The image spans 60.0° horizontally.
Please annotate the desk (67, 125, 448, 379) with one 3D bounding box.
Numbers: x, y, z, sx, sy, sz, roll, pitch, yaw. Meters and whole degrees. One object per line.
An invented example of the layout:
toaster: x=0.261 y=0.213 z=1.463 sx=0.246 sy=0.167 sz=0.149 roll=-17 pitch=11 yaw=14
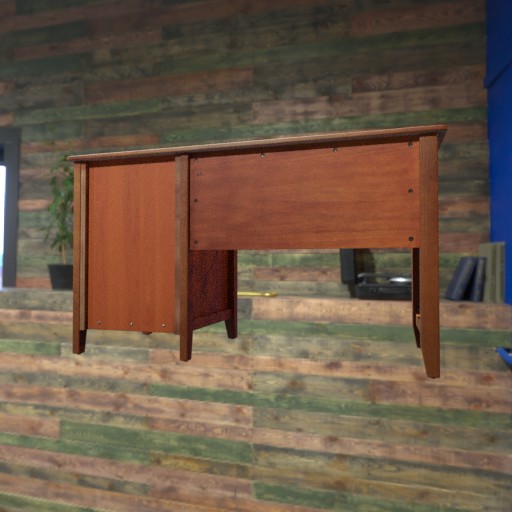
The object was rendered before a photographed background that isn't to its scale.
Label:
desk: x=0.000 y=0.000 z=1.765 sx=1.353 sy=0.756 sz=0.574 roll=0 pitch=-1 yaw=17
